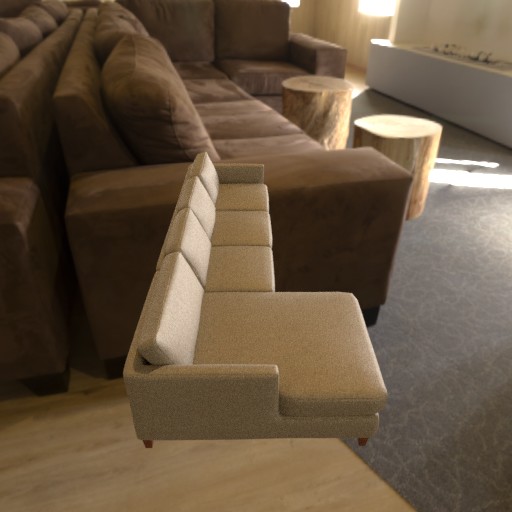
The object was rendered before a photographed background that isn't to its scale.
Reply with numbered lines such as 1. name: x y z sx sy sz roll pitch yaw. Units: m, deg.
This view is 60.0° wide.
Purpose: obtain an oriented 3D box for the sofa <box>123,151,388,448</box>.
1. sofa: 0.000 0.000 3.836 1.502 0.876 3.201 0 32 -1
